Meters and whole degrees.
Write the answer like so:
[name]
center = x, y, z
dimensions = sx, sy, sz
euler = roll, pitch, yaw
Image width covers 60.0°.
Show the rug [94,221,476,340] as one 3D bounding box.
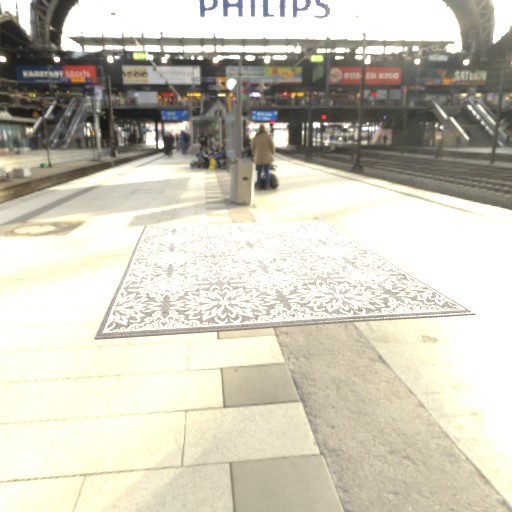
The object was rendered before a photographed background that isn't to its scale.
[rug]
center = 0.000, 0.000, 2.872
dimensions = 1.608, 0.014, 2.213
euler = -2, 15, -9
